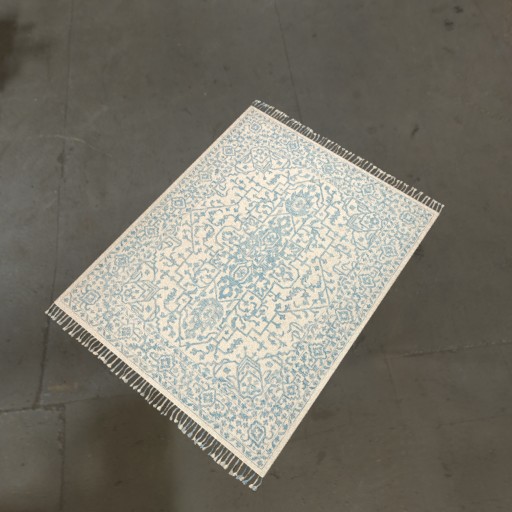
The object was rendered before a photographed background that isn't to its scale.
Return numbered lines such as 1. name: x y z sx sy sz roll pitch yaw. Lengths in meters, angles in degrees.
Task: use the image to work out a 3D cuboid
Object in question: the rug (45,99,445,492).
1. rug: 0.000 0.000 4.354 2.464 0.010 3.327 34 69 15
